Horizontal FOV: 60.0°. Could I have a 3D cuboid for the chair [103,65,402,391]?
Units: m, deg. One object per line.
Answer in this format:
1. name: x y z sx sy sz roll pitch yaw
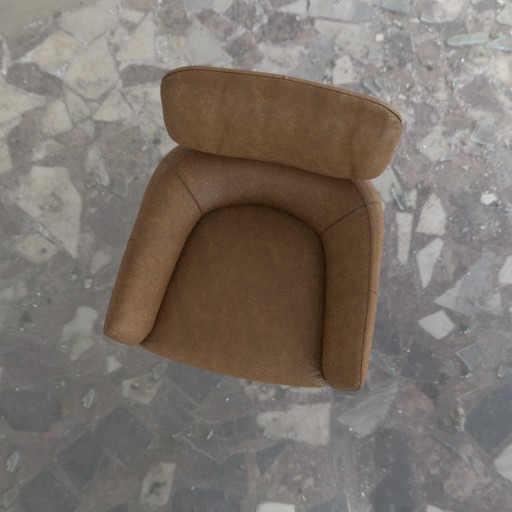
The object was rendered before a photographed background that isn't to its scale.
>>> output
1. chair: 0.000 0.000 1.334 0.706 0.812 0.715 11 75 3
